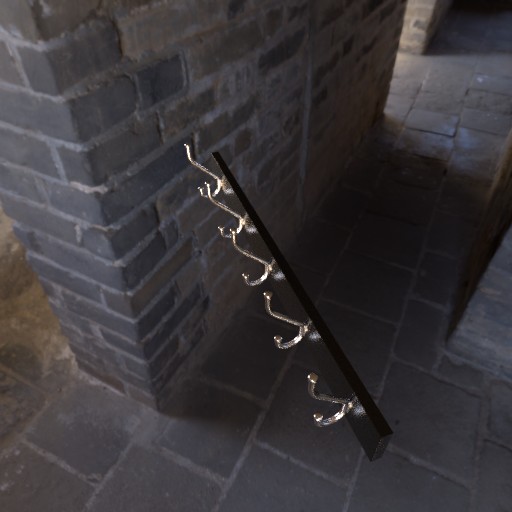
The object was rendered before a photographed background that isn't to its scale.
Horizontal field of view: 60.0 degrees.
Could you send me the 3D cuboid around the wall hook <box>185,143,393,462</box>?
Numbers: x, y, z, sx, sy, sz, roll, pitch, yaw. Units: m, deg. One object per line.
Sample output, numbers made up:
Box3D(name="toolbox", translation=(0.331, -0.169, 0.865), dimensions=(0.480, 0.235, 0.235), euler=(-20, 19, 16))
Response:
Box3D(name="wall hook", translation=(0.000, 0.000, 0.621), dimensions=(0.071, 0.117, 0.571), euler=(-15, 46, -15))
